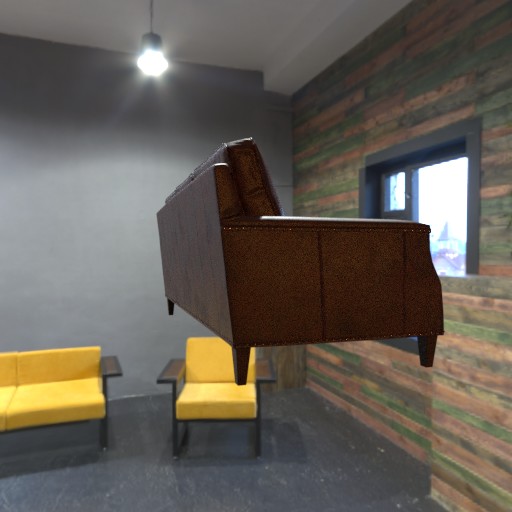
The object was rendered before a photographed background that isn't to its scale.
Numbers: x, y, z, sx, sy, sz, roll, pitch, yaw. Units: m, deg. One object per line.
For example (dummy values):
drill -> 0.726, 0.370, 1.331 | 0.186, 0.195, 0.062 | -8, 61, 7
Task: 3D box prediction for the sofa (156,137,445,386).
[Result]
sofa -> 0.000, 0.000, 2.875 | 1.084, 1.003, 2.240 | 0, 0, -18
